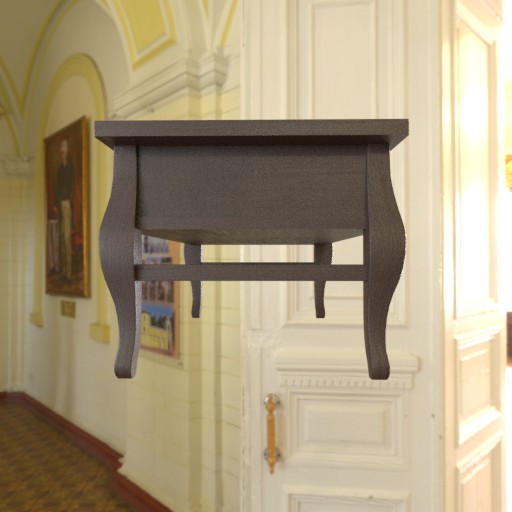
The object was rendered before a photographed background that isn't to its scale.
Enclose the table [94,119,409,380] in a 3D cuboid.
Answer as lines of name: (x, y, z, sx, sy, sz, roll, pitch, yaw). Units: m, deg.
table: (0.000, 0.000, 1.347, 0.600, 0.494, 1.062, 0, -1, 1)
